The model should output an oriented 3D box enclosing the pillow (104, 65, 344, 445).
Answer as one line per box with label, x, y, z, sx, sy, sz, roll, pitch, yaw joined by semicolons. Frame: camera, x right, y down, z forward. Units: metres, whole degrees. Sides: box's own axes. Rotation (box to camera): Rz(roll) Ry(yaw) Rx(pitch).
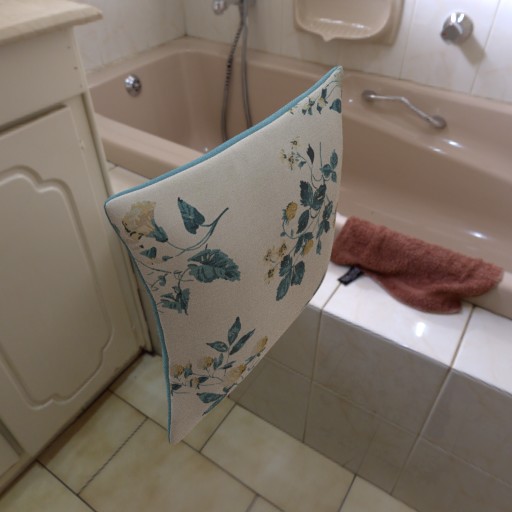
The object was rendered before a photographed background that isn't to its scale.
pillow;0.000;0.000;0.775;0.166;0.507;0.526;25;47;26
